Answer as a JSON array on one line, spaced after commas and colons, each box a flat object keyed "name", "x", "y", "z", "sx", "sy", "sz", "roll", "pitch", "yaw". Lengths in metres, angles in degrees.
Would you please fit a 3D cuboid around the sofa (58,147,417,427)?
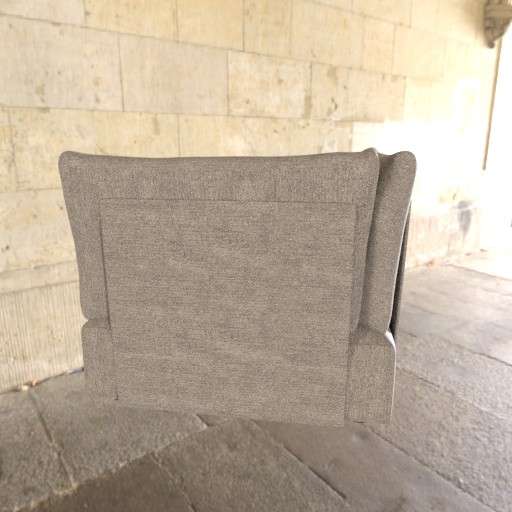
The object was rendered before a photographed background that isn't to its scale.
[{"name": "sofa", "x": 0.000, "y": 0.000, "z": 1.725, "sx": 1.000, "sy": 0.820, "sz": 1.000, "roll": 2, "pitch": 15, "yaw": 9}]
